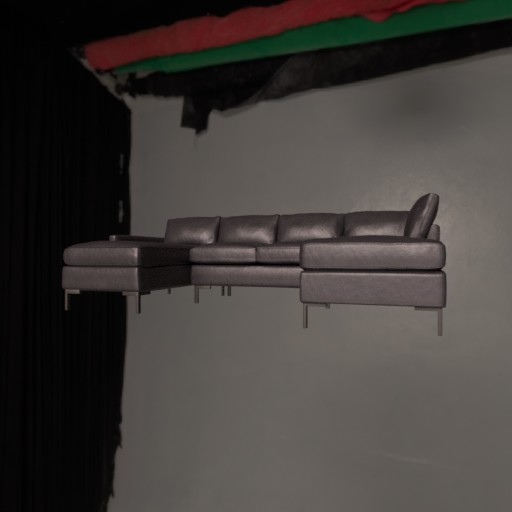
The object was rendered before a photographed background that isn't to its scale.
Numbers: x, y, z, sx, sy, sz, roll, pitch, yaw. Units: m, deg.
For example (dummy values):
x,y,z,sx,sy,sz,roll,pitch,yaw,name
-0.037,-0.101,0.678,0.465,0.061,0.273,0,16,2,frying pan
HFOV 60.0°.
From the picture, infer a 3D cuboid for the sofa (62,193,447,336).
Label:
x,y,z,sx,sy,sz,roll,pitch,yaw,name
0.000,0.000,3.867,2.956,0.900,1.939,0,0,20,sofa
